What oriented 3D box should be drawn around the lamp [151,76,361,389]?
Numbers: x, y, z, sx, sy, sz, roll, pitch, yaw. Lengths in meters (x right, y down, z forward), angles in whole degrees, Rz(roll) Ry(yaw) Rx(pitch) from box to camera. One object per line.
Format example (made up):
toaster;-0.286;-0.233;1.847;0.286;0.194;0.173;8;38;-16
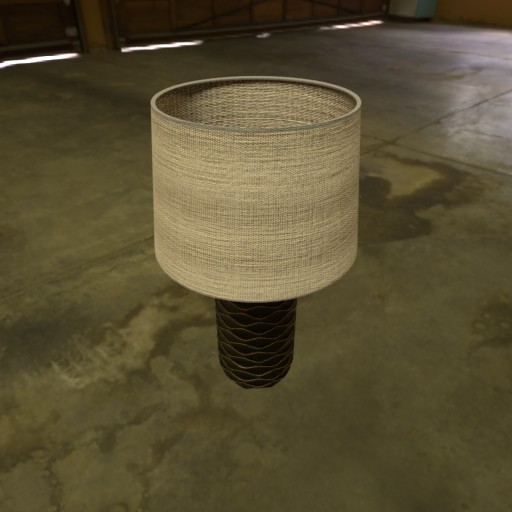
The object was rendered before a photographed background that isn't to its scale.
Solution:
lamp;0.000;0.000;0.857;0.376;0.594;0.376;0;33;0
